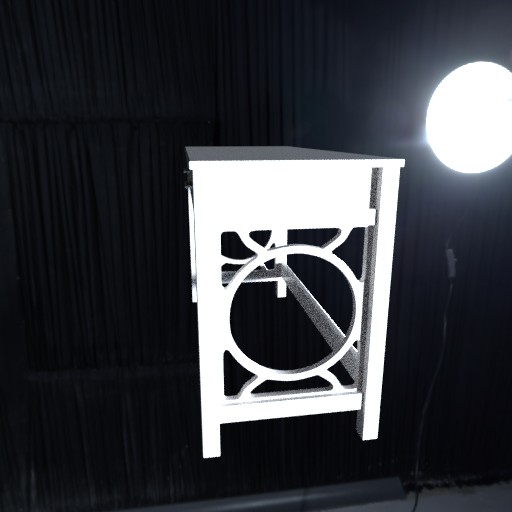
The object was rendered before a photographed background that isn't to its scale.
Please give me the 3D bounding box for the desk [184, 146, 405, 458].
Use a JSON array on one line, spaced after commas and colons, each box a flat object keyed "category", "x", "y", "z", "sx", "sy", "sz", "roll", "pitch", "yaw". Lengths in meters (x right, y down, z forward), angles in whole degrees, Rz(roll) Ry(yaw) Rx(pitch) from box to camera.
[{"category": "desk", "x": 0.000, "y": 0.000, "z": 1.651, "sx": 0.504, "sy": 0.762, "sz": 1.191, "roll": -2, "pitch": 15, "yaw": -9}]
